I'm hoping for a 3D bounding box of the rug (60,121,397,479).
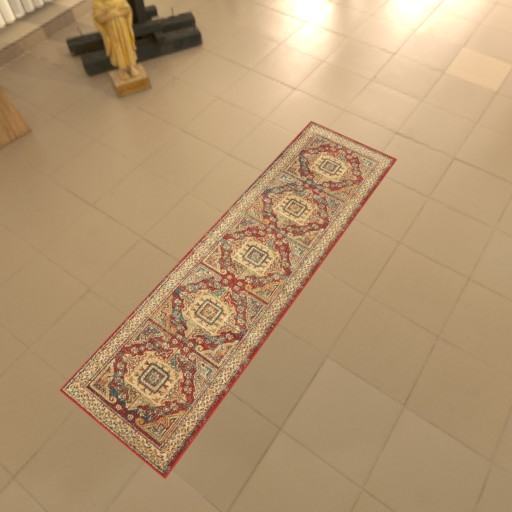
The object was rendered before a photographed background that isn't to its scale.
[{"bbox_3d":[0.000,0.000,2.492,0.659,0.015,2.292,30,62,18],"label":"rug"}]
